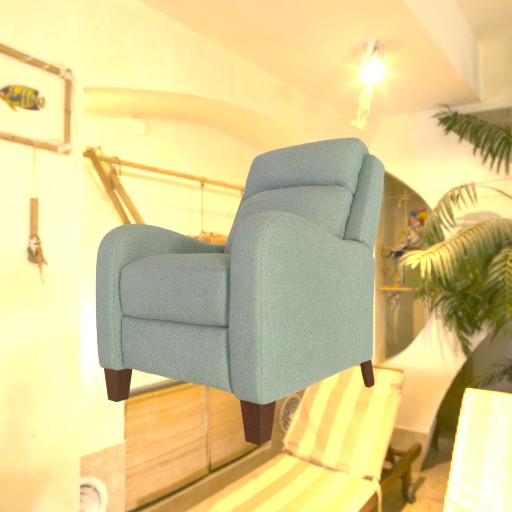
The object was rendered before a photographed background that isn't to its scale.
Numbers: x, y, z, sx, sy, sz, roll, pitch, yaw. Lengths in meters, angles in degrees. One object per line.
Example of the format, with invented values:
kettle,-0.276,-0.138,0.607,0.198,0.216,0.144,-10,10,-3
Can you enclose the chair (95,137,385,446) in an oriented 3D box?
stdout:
chair,0.000,0.000,1.791,0.785,1.067,0.988,-1,-1,37
